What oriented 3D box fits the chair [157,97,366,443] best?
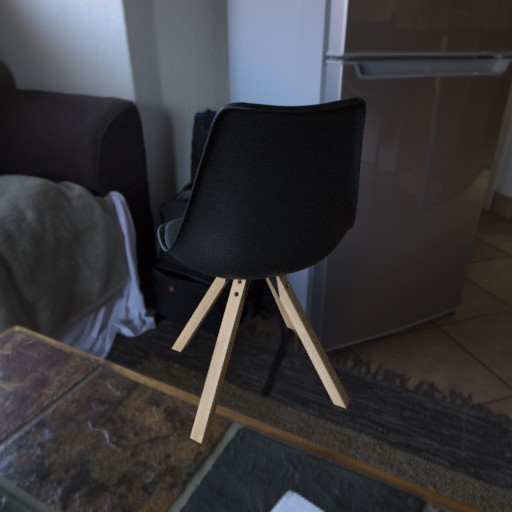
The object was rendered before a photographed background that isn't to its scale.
[{"bbox_3d":[0.000,0.000,1.168,0.485,0.850,0.549,-8,28,-15],"label":"chair"}]
